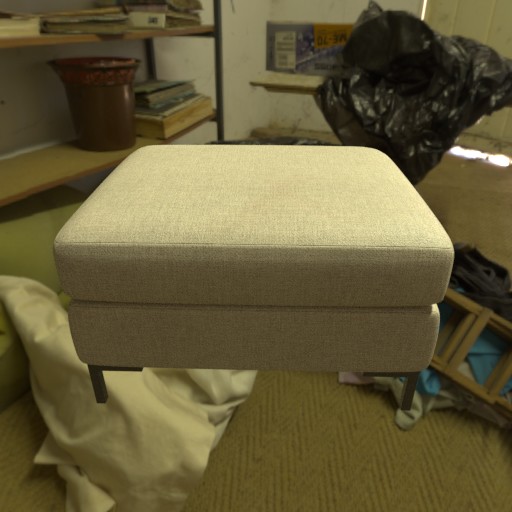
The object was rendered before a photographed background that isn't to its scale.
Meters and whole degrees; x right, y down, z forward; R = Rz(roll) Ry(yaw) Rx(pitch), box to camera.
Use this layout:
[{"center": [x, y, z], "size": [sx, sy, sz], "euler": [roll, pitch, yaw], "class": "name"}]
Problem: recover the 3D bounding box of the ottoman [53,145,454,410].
[{"center": [0.000, 0.000, 1.220], "size": [0.820, 0.490, 0.671], "euler": [1, 30, 1], "class": "ottoman"}]
